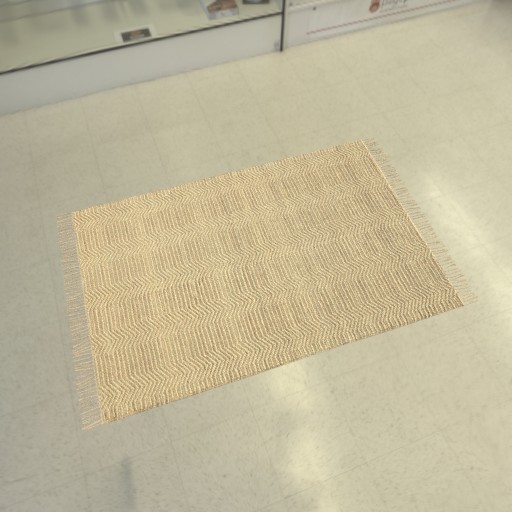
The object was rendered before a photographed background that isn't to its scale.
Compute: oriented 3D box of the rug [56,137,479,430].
[{"bbox_3d":[0.000,0.000,2.989,2.523,0.034,1.528,-16,60,-9],"label":"rug"}]
